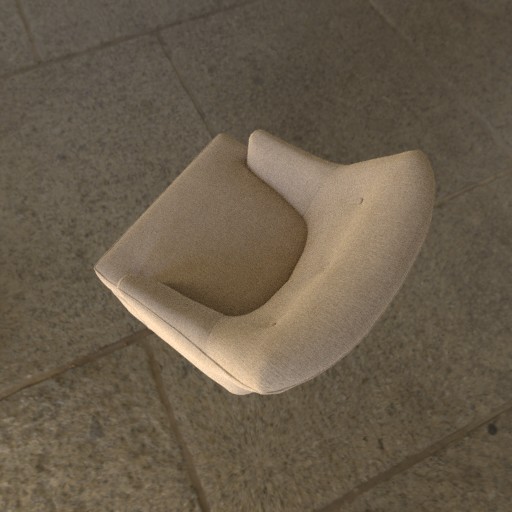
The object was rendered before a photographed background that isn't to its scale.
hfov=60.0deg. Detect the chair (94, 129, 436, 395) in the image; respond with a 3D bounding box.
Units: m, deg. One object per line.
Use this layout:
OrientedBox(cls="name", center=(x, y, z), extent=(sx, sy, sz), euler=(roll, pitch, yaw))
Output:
OrientedBox(cls="chair", center=(0.000, 0.000, 1.599), extent=(0.923, 0.856, 0.864), euler=(33, 69, 14))
